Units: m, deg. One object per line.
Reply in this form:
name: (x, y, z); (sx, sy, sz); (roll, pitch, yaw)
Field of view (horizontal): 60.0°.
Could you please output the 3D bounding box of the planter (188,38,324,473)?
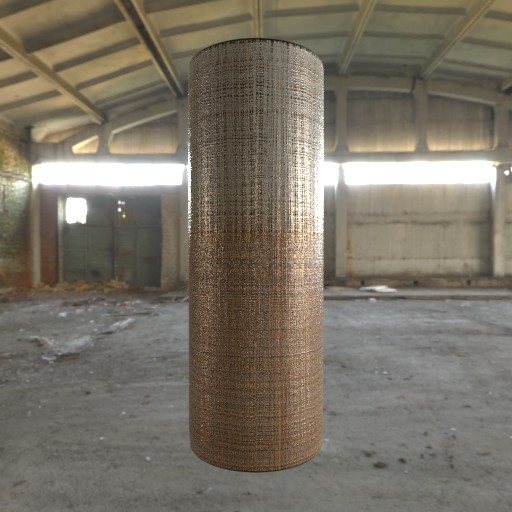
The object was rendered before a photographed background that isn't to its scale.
planter: (0.000, 0.000, 0.329); (0.099, 0.278, 0.099); (0, 1, 1)
